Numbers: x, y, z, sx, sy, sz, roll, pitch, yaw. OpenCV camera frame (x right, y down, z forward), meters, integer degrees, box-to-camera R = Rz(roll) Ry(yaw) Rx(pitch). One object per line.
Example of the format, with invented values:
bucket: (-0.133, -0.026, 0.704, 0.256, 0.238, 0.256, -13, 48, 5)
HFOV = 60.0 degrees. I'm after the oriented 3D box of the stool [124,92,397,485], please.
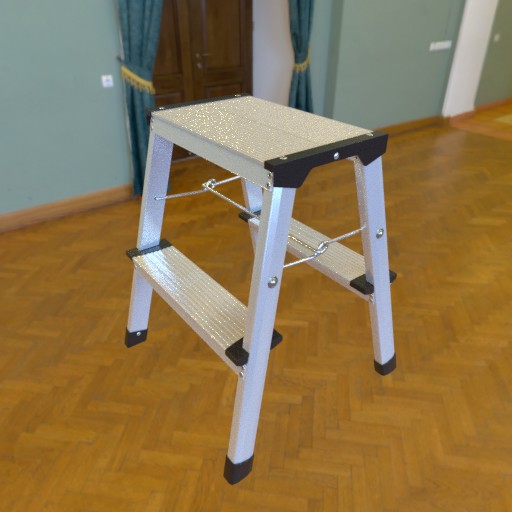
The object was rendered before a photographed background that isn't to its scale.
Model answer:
stool: (0.000, 0.000, 0.789, 0.405, 0.480, 0.404, -22, 38, -31)
